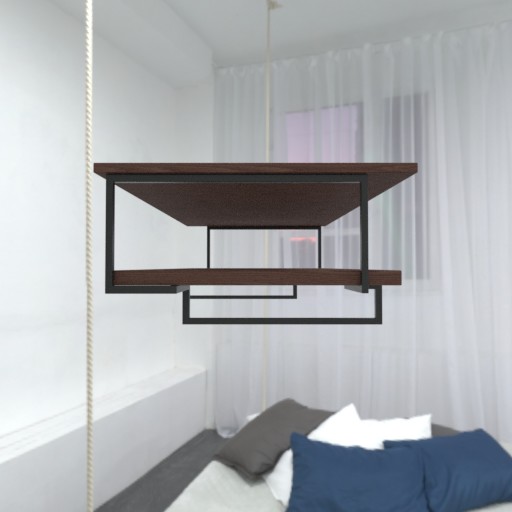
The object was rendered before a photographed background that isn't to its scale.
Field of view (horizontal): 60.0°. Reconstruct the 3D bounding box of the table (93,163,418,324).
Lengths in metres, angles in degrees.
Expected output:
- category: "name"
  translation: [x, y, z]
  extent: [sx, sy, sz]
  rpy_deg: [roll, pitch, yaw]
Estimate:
- category: "table"
  translation: [0.000, 0.000, 1.482]
  extent: [0.651, 0.347, 1.197]
  rpy_deg: [0, -1, 0]
